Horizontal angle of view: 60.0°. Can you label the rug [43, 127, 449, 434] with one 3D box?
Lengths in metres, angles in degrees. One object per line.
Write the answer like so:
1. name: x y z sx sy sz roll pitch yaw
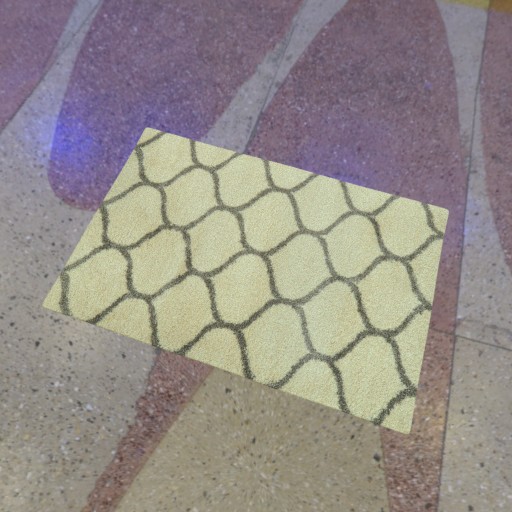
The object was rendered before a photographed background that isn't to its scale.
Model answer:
1. rug: 0.000 0.000 3.418 2.701 0.026 1.801 17 65 8
